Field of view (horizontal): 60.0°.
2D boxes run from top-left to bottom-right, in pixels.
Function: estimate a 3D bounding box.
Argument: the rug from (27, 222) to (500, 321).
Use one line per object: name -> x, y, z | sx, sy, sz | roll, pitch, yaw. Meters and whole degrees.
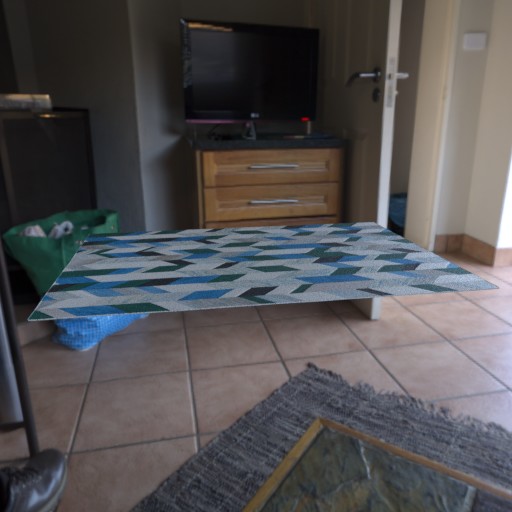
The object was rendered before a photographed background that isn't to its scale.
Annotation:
rug -> 0.000, 0.000, 2.249 | 1.827, 0.005, 1.229 | -3, 17, -9
